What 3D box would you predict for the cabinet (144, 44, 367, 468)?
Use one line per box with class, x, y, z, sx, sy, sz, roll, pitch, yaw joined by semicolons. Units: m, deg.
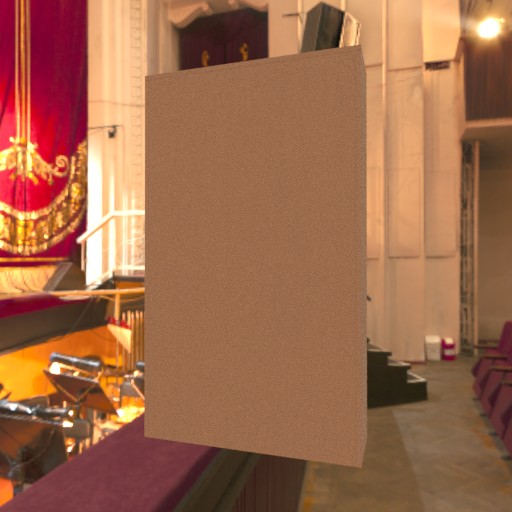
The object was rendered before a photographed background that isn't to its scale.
cabinet;0.000;0.000;1.574;0.750;1.280;0.250;0;0;18
